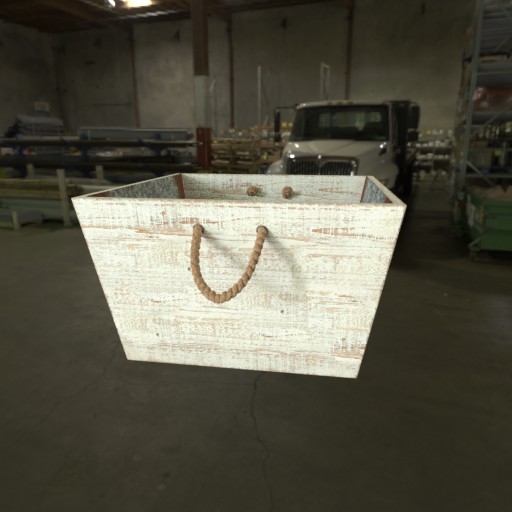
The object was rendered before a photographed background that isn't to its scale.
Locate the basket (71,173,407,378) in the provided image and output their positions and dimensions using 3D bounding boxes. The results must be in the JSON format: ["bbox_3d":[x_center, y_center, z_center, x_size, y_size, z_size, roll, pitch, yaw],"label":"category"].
[{"bbox_3d":[0.000,0.000,0.763,0.413,0.247,0.545,2,15,9],"label":"basket"}]
